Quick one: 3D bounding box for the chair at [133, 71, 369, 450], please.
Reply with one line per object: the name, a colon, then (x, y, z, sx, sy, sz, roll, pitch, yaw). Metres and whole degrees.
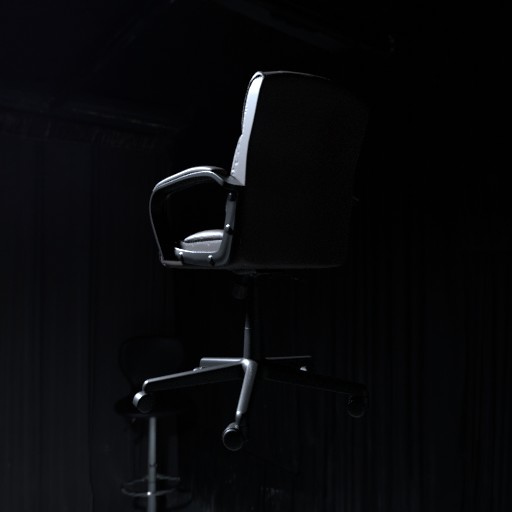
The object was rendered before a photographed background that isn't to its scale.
chair: (0.000, 0.000, 1.523, 0.739, 1.004, 0.717, 1, -1, -37)
